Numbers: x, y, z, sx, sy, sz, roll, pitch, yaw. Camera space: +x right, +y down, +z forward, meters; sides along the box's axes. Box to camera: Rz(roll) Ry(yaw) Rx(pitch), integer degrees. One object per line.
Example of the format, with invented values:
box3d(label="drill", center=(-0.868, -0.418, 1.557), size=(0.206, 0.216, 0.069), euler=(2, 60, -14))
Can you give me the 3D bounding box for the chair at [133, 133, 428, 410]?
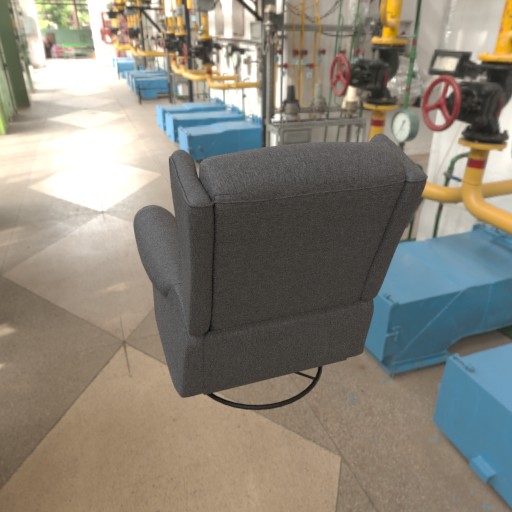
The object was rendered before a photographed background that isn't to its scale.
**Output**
box3d(label="chair", center=(0.000, 0.000, 1.697), size=(0.847, 1.011, 0.969), euler=(-9, 28, -17))
